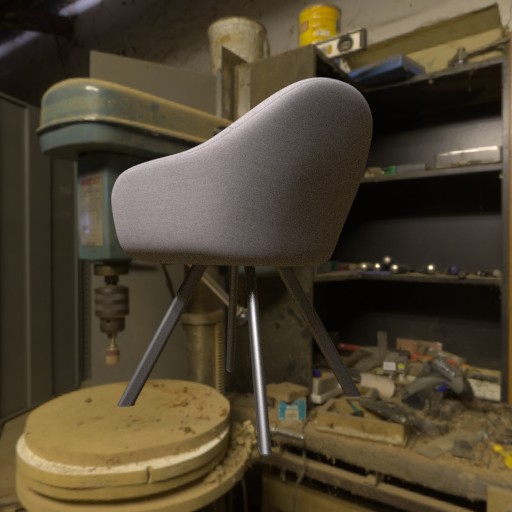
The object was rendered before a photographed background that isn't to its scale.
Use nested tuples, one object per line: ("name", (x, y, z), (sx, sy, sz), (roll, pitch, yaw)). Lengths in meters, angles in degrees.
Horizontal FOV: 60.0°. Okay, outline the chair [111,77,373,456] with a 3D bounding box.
("chair", (0.000, 0.000, 1.168), (0.570, 0.780, 0.540), (0, 1, 36))
